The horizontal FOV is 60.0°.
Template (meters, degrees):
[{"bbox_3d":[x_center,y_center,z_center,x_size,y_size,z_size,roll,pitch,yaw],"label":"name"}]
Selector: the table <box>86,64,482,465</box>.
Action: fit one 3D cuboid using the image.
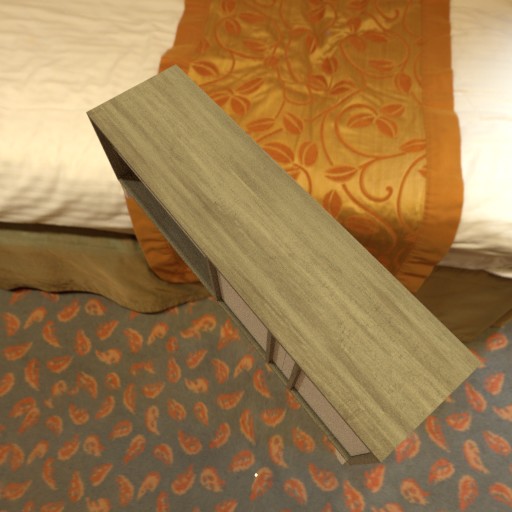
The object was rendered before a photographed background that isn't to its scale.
[{"bbox_3d":[0.000,0.000,1.665,0.400,0.530,1.500,-36,69,-16],"label":"table"}]
